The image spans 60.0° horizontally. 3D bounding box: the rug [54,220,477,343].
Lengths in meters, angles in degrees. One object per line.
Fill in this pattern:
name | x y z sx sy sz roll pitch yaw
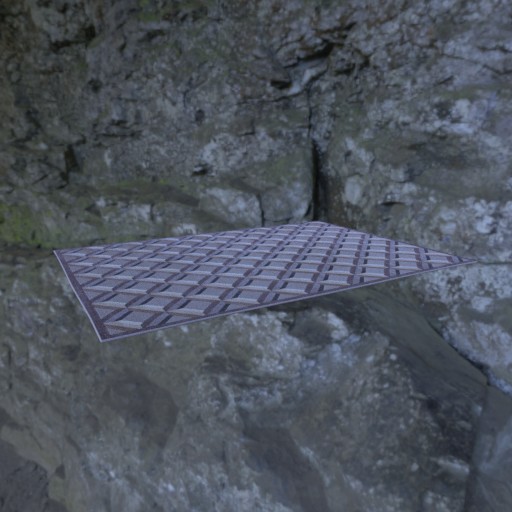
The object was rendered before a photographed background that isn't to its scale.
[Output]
rug | 0.000 0.000 2.877 2.260 0.013 1.600 -8 17 -29
